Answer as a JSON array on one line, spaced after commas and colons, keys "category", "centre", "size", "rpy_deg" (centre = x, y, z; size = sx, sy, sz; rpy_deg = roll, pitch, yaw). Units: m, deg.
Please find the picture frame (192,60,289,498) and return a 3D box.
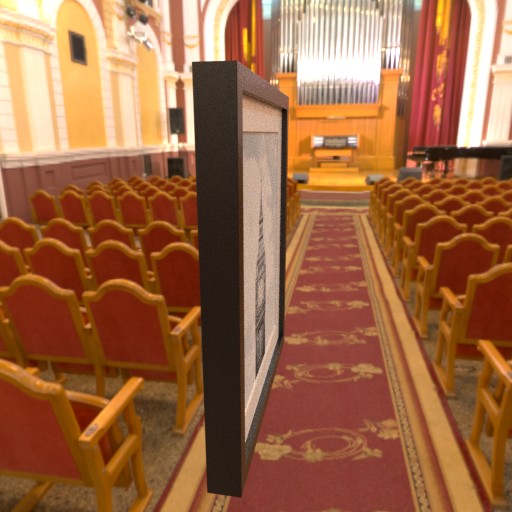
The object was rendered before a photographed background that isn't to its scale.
[{"category": "picture frame", "centre": [0.000, 0.000, 0.522], "size": [0.034, 0.378, 0.328], "rpy_deg": [3, 16, 10]}]
